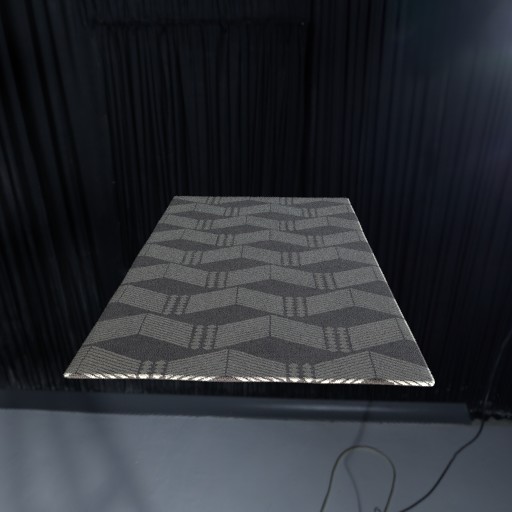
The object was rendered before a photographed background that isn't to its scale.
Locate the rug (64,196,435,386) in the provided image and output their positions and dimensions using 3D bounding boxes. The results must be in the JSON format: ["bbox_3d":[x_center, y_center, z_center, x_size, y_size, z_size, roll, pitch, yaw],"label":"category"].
[{"bbox_3d":[0.000,0.000,2.253,1.210,0.016,1.833,1,26,2],"label":"rug"}]
